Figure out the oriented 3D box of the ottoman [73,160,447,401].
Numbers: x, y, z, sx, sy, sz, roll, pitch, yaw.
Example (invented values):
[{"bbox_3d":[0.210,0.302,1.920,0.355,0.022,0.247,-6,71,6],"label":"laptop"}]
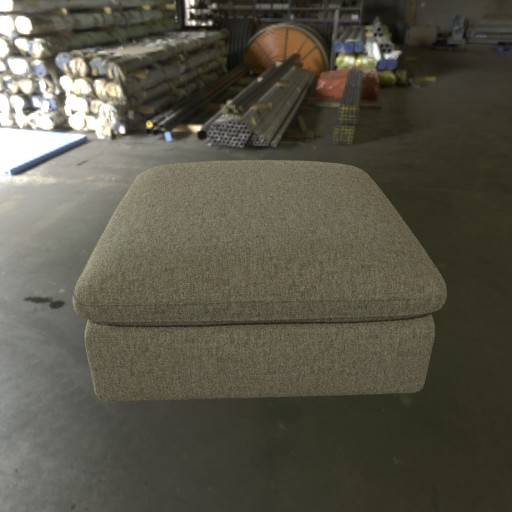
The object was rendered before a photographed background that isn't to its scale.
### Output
[{"bbox_3d":[0.000,0.000,1.672,1.039,0.526,1.035,-1,30,-2],"label":"ottoman"}]
